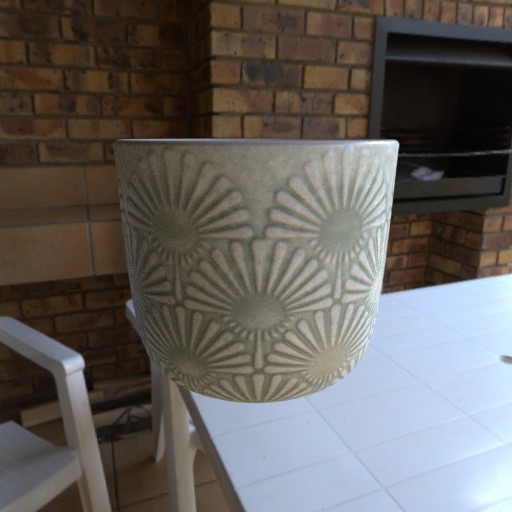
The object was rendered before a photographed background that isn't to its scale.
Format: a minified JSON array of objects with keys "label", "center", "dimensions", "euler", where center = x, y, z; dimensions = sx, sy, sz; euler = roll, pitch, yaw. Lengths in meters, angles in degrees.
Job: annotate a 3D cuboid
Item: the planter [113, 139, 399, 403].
[{"label":"planter","center":[0.000,0.000,0.215],"dimensions":[0.124,0.109,0.124],"euler":[0,15,0]}]
